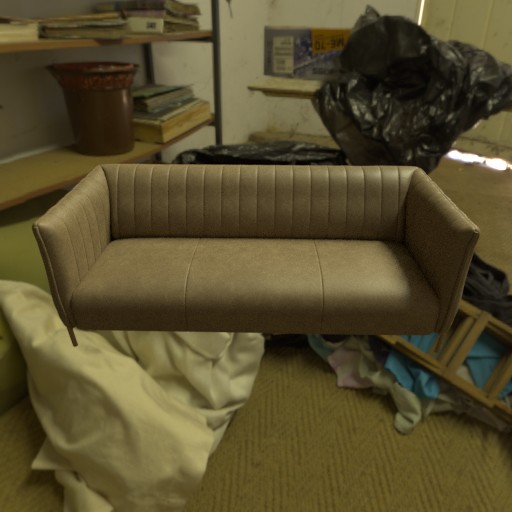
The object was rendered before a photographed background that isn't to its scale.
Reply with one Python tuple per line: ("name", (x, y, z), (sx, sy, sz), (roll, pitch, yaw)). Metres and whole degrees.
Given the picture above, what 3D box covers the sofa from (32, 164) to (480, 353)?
("sofa", (0.000, 0.000, 2.425), (1.980, 0.779, 0.876), (1, 29, 1))
